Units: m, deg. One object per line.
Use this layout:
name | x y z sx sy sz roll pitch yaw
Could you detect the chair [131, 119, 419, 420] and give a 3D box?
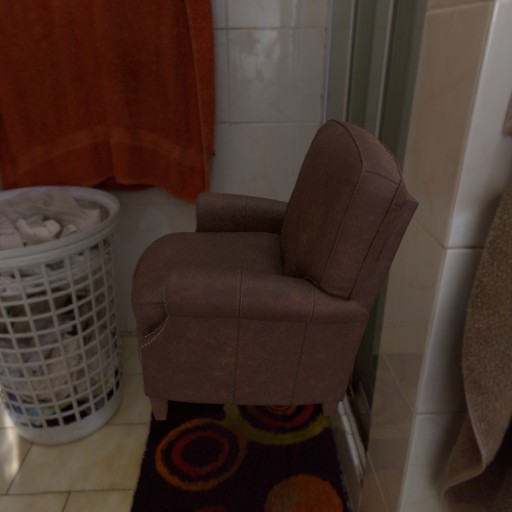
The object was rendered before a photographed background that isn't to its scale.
chair | 0.000 0.000 1.783 0.986 1.018 0.936 0 26 0
